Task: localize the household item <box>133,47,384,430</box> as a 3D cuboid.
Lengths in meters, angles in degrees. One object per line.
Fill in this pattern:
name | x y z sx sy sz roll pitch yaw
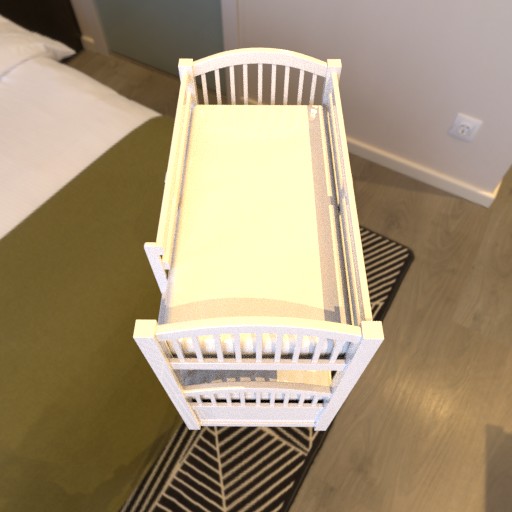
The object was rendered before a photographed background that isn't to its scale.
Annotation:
household item | 0.000 0.000 3.265 1.143 2.032 2.032 0 57 0
